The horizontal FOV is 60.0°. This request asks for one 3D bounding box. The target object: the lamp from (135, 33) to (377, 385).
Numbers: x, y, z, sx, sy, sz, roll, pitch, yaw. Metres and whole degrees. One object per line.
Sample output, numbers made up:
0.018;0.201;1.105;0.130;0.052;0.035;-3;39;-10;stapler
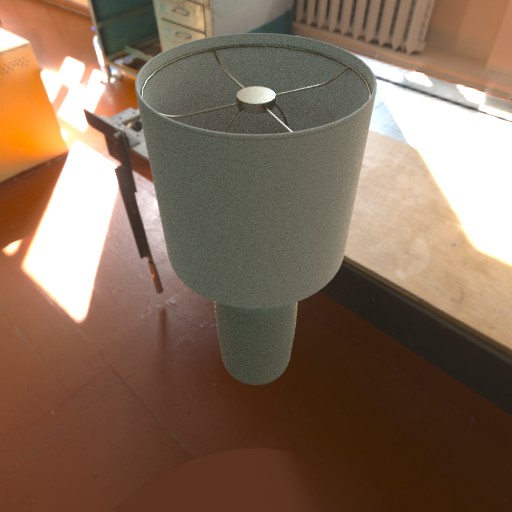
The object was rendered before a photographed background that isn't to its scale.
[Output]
0.000;0.000;0.578;0.220;0.475;0.220;-9;46;-9;lamp
